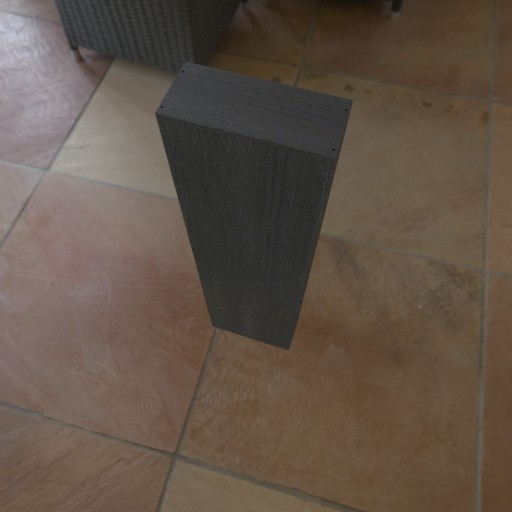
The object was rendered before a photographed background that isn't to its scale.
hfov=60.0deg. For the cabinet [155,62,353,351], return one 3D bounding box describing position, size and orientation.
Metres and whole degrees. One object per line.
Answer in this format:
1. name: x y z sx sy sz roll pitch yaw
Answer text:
1. cabinet: 0.000 0.000 2.006 0.500 1.790 0.230 16 64 8
